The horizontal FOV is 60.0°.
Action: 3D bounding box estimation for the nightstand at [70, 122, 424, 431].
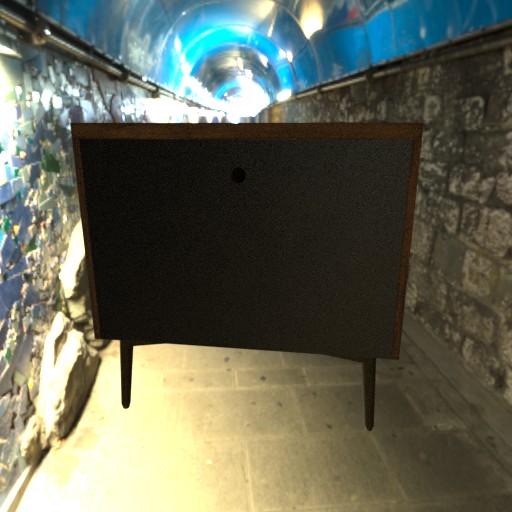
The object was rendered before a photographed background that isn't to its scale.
[{"bbox_3d":[0.000,0.000,1.059,0.610,0.610,0.458,2,17,8],"label":"nightstand"}]
